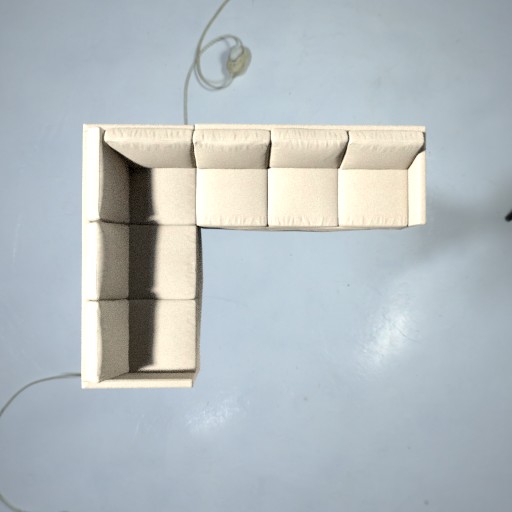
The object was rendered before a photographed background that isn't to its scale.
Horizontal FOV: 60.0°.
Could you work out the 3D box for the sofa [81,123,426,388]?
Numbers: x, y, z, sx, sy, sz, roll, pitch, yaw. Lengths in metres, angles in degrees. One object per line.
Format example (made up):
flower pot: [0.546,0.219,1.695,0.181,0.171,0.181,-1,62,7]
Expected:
sofa: [0.000,0.000,4.316,3.182,0.871,2.432,0,90,-2]
